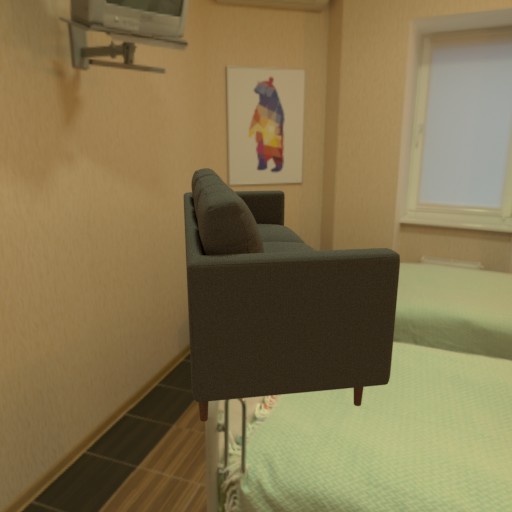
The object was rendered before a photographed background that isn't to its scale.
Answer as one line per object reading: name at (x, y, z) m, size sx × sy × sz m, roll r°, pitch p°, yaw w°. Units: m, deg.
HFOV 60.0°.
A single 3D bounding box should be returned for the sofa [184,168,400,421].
sofa at (0.000, 0.000, 2.574) m, size 0.802 × 0.912 × 2.029 m, roll -2°, pitch 15°, yaw -9°
